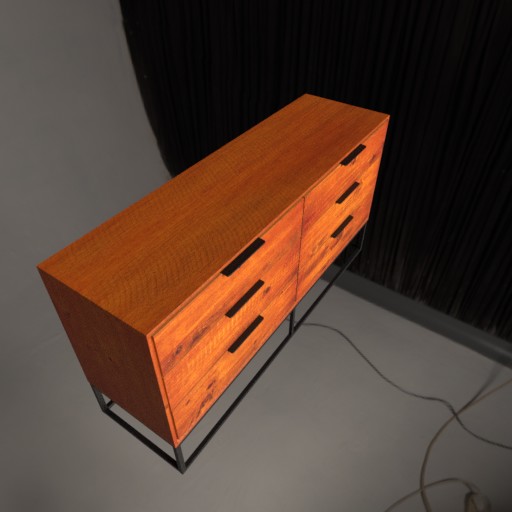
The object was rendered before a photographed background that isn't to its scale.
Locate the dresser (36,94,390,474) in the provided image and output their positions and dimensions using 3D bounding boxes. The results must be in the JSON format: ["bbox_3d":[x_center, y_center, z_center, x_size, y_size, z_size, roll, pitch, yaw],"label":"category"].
[{"bbox_3d":[0.000,0.000,1.907,0.464,0.810,1.536,25,47,25],"label":"dresser"}]
